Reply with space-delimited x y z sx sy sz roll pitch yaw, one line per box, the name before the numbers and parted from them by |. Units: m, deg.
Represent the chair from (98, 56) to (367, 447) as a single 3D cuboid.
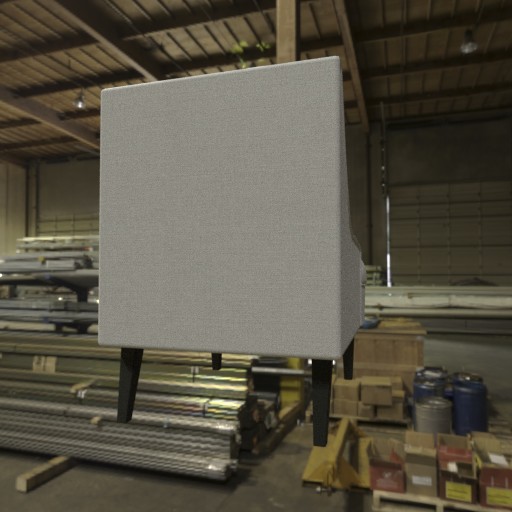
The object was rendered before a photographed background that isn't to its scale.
chair | 0.000 0.000 1.429 0.658 0.891 0.772 -1 -2 17
